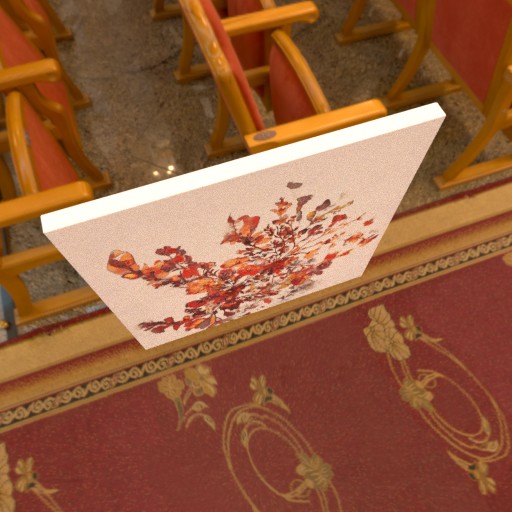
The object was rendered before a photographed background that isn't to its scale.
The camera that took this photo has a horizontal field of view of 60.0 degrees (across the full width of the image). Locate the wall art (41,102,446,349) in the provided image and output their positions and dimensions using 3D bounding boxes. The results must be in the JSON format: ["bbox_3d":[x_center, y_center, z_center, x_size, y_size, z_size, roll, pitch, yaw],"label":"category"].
[{"bbox_3d":[0.000,0.000,1.131,0.757,0.757,0.037,-18,65,-9],"label":"wall art"}]
